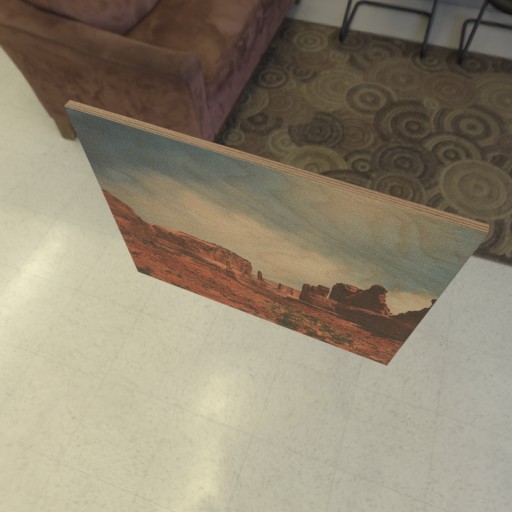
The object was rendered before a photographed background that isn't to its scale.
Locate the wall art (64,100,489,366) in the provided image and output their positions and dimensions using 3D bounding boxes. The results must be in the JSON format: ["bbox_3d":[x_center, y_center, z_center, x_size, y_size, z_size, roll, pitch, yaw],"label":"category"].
[{"bbox_3d":[0.000,0.000,0.670,0.508,0.406,0.013,19,60,12],"label":"wall art"}]
